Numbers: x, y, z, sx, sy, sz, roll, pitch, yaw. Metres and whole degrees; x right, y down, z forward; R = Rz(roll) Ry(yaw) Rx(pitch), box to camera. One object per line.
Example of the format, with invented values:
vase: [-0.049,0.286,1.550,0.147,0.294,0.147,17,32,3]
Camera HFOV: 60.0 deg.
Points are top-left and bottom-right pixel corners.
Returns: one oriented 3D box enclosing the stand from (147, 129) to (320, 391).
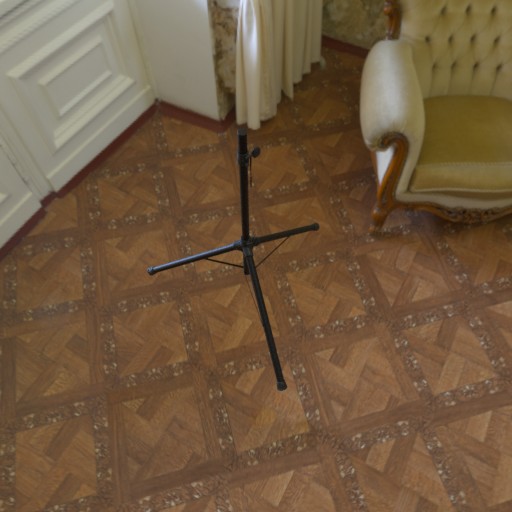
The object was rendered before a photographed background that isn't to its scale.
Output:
stand: [0.000,0.000,1.928,1.045,1.136,0.907,-14,59,-9]
